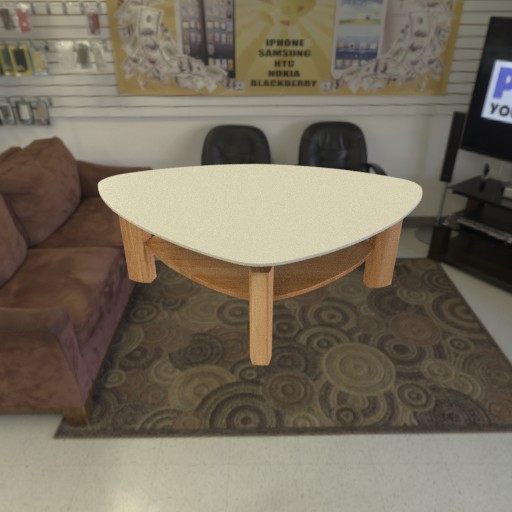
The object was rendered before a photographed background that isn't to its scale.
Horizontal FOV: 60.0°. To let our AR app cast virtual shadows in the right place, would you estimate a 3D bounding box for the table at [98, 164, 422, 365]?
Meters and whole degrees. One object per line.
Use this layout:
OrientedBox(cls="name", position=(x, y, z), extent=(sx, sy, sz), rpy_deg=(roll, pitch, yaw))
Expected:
OrientedBox(cls="table", position=(0.000, 0.000, 1.679), extent=(1.250, 0.440, 0.850), rpy_deg=(1, 30, 2))
